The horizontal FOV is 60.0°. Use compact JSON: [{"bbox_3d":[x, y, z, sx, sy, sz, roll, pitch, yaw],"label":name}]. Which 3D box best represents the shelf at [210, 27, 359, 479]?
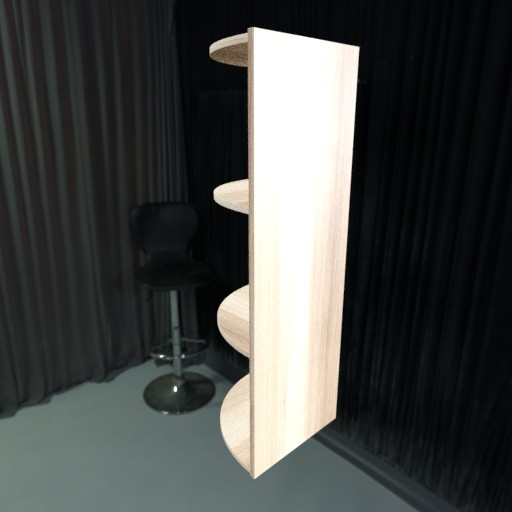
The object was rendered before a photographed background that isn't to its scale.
[{"bbox_3d":[0.000,0.000,1.013,0.290,0.872,0.290,-16,24,-42],"label":"shelf"}]
